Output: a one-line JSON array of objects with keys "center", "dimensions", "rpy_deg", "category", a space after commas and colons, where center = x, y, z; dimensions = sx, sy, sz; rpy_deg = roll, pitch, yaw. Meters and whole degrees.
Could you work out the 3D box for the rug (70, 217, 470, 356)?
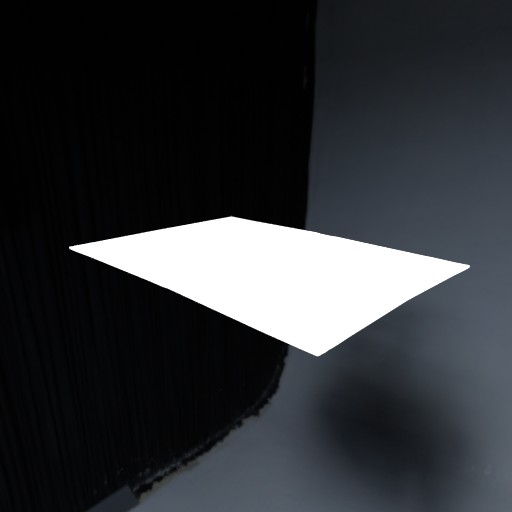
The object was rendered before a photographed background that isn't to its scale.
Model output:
[{"center": [0.000, 0.000, 3.833], "dimensions": [2.869, 0.038, 2.032], "rpy_deg": [16, 22, 43], "category": "rug"}]
